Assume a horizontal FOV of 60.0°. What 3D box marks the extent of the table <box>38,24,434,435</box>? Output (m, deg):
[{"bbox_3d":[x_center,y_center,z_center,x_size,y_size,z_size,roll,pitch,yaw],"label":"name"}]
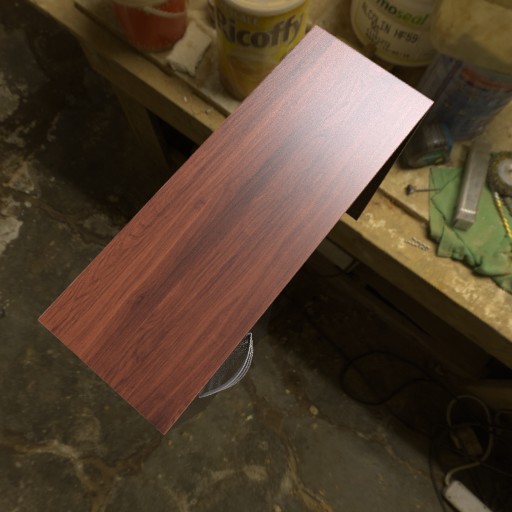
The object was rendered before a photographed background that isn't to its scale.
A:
[{"bbox_3d":[0.000,0.000,1.337,0.380,0.790,0.930,38,78,10],"label":"table"}]
